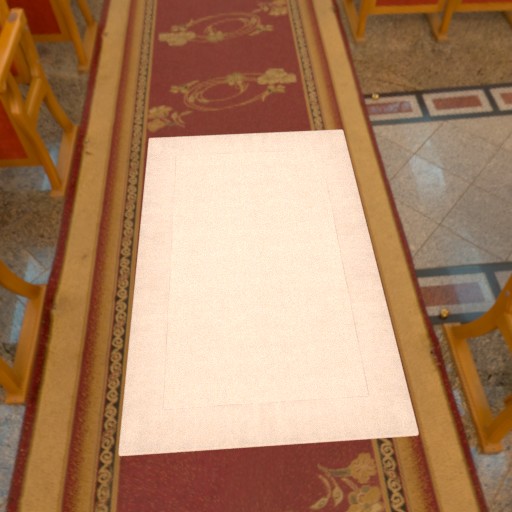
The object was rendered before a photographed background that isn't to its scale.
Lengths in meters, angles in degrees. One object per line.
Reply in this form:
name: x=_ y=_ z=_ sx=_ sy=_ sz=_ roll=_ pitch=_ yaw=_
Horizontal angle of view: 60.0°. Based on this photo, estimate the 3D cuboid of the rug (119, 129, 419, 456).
rug: x=0.000 y=0.000 z=2.285 sx=1.219 sy=0.013 sz=1.829 roll=-3 pitch=57 yaw=-2
